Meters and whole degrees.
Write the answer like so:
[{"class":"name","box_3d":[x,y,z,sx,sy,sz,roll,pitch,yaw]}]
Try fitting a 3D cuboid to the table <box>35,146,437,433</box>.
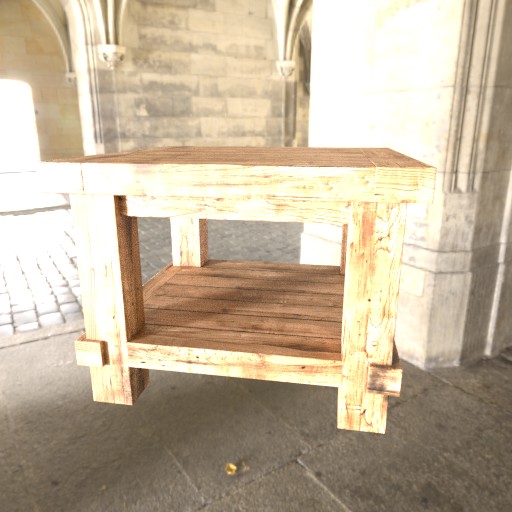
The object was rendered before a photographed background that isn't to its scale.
[{"class":"table","box_3d":[0.000,0.000,1.008,0.610,0.457,0.610,3,17,10]}]
